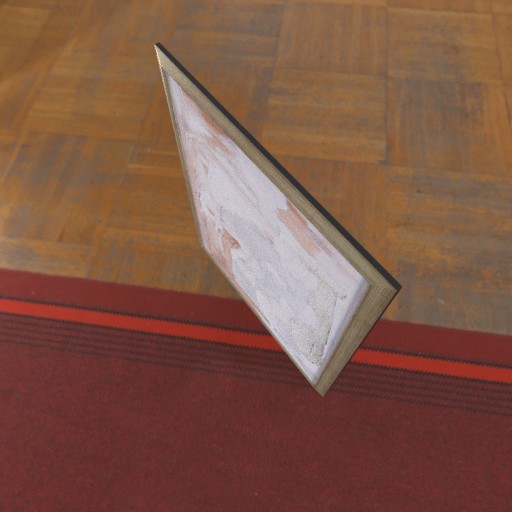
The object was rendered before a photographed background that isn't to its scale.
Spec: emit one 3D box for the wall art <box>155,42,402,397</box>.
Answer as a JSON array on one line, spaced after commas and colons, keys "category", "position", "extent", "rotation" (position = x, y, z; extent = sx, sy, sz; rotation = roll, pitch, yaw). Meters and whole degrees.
[{"category": "wall art", "position": [0.000, 0.000, 0.922], "extent": [0.018, 0.660, 0.559], "rotation": [-34, 67, -17]}]
